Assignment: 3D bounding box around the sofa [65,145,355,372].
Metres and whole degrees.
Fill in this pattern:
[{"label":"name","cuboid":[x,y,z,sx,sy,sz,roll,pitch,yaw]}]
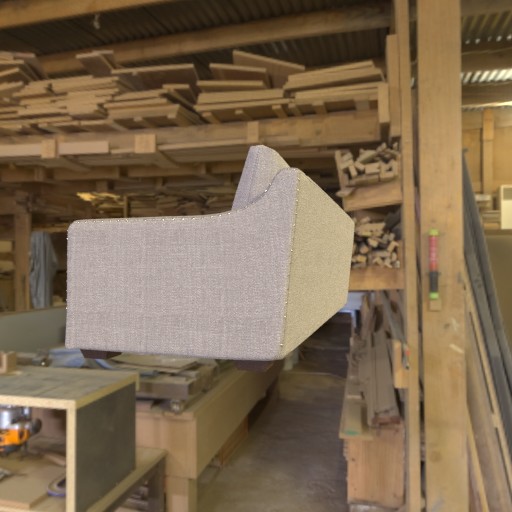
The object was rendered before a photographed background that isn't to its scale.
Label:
[{"label":"sofa","cuboid":[0.000,0.000,2.701,1.000,0.857,2.208,0,-1,17]}]
